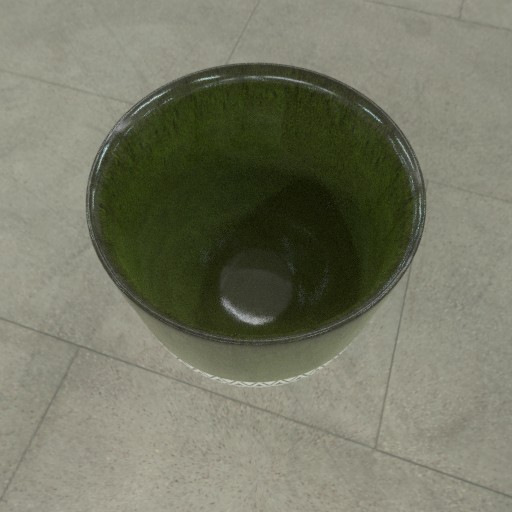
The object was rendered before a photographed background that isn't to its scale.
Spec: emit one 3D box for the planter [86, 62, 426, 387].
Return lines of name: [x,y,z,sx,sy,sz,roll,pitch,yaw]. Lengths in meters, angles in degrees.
planter: [0.000,0.000,0.469,0.266,0.270,0.266,0,63,0]
